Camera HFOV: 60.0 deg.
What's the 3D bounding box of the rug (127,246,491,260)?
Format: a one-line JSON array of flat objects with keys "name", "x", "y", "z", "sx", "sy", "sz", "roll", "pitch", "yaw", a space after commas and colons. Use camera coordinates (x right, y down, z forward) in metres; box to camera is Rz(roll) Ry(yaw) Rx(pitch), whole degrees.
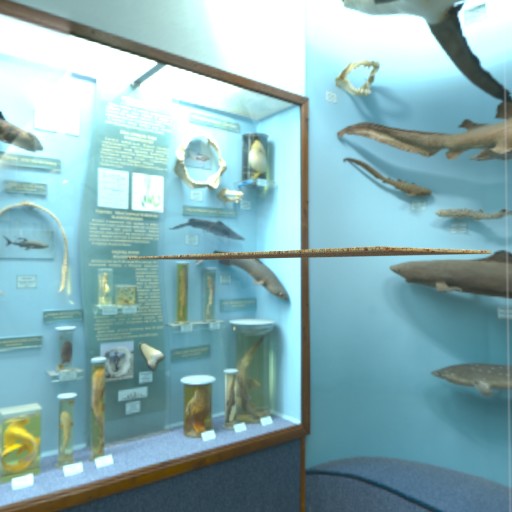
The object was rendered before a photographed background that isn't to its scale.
[{"name": "rug", "x": 0.000, "y": 0.000, "z": 2.451, "sx": 0.680, "sy": 0.014, "sz": 2.237, "roll": 1, "pitch": -2, "yaw": -35}]
